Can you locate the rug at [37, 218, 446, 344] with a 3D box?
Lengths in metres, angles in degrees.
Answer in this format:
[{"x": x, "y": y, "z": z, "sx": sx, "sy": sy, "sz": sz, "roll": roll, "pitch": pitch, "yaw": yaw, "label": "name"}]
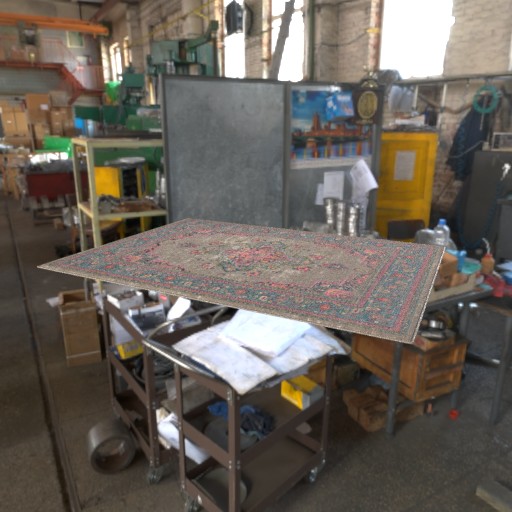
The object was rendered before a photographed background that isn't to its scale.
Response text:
[{"x": 0.000, "y": 0.000, "z": 2.936, "sx": 2.214, "sy": 0.013, "sz": 1.609, "roll": 8, "pitch": 19, "yaw": 25, "label": "rug"}]
